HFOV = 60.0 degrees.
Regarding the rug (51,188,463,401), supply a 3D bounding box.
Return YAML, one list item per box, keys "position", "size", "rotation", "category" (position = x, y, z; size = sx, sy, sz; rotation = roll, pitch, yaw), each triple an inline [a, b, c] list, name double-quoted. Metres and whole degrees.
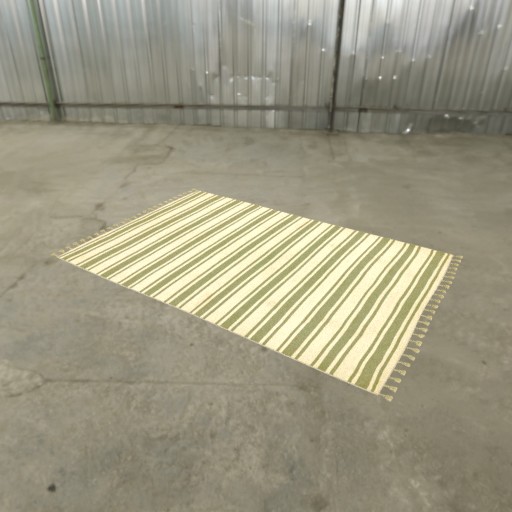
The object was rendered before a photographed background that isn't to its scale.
- position: [0.000, 0.000, 3.069]
  size: [2.435, 0.018, 1.540]
  rotation: [18, 34, 28]
  category: "rug"
